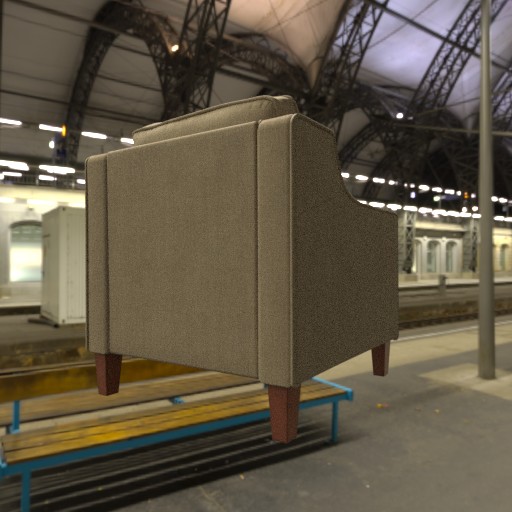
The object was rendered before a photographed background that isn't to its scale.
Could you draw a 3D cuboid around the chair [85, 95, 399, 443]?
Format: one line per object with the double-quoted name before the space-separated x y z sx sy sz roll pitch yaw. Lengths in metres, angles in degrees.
"chair" 0.000 0.000 1.681 0.831 0.960 0.909 0 -1 34
